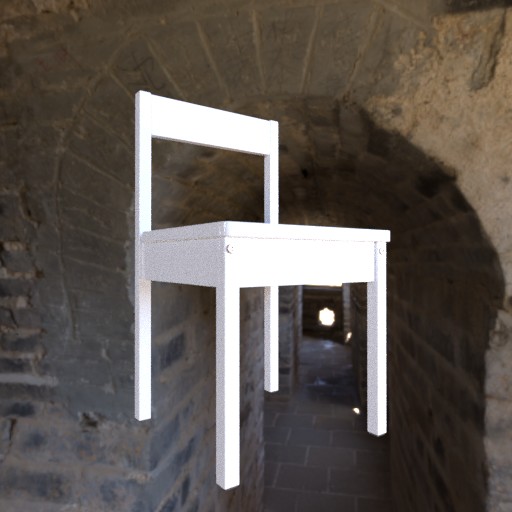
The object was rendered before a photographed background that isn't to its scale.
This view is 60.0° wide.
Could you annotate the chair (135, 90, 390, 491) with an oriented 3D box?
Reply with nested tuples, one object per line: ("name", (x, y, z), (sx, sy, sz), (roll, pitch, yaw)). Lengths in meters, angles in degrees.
("chair", (0.000, 0.000, 0.866), (0.367, 0.668, 0.361), (0, 0, -36))
